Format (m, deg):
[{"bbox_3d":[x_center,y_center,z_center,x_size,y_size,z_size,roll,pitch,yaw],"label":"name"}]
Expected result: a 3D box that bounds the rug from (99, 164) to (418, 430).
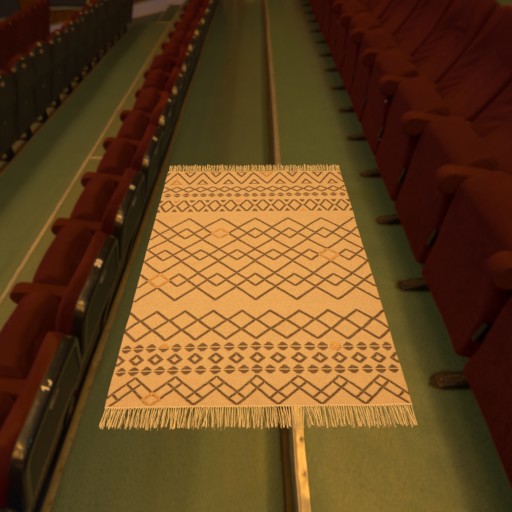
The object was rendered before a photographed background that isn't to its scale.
[{"bbox_3d":[0.000,0.000,2.447,1.224,0.028,2.023,0,41,0],"label":"rug"}]
